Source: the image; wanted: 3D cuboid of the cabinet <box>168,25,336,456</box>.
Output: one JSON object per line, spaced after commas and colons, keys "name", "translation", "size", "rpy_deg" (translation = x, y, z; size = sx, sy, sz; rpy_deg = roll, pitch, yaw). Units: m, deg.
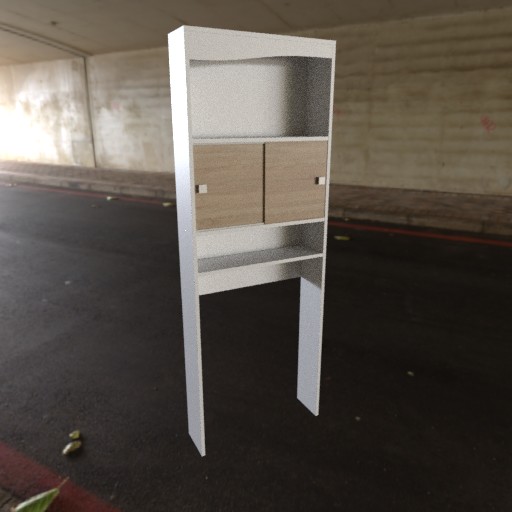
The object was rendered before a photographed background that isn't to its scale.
{"name": "cabinet", "translation": [0.000, 0.000, 1.973], "size": [0.643, 1.770, 0.192], "rpy_deg": [-9, 19, -26]}
